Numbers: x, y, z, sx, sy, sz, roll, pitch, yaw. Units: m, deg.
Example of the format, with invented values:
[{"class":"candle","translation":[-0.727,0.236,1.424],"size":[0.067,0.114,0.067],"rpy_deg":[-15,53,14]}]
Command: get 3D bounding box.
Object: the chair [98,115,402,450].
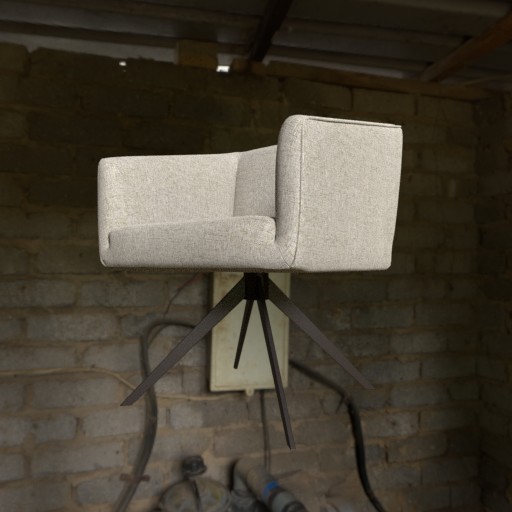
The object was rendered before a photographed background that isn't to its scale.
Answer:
[{"class":"chair","translation":[0.000,0.000,1.205],"size":[0.628,0.760,0.623],"rpy_deg":[-1,-1,36]}]
